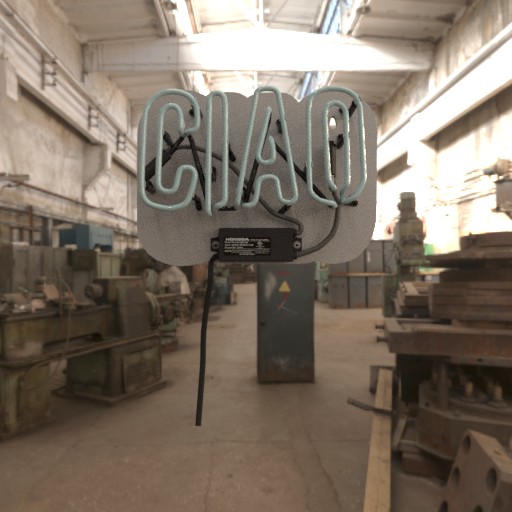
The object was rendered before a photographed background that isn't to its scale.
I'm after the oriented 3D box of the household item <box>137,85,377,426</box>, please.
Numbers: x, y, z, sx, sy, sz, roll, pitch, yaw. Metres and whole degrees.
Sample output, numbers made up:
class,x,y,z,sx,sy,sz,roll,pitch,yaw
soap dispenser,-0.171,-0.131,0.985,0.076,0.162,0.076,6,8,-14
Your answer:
class,x,y,z,sx,sy,sz,roll,pitch,yaw
household item,0.000,0.000,0.374,0.211,0.294,0.042,0,0,1
